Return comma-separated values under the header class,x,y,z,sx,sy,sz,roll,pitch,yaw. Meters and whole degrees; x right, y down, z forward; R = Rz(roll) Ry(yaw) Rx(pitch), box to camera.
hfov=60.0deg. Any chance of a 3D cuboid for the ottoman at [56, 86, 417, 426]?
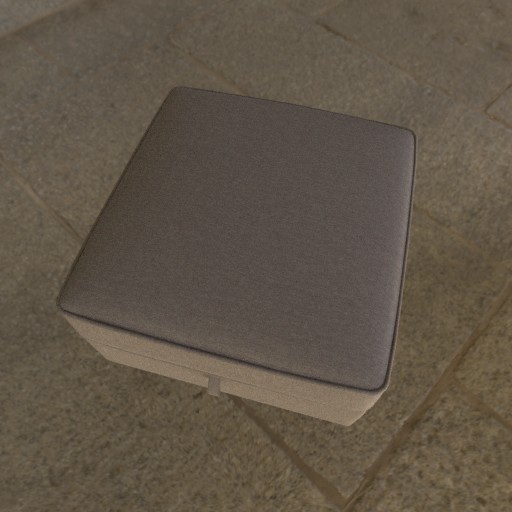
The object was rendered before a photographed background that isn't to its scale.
class,x,y,z,sx,sy,sz,roll,pitch,yaw
ottoman,0.000,0.000,1.371,0.808,0.612,0.871,13,60,8
